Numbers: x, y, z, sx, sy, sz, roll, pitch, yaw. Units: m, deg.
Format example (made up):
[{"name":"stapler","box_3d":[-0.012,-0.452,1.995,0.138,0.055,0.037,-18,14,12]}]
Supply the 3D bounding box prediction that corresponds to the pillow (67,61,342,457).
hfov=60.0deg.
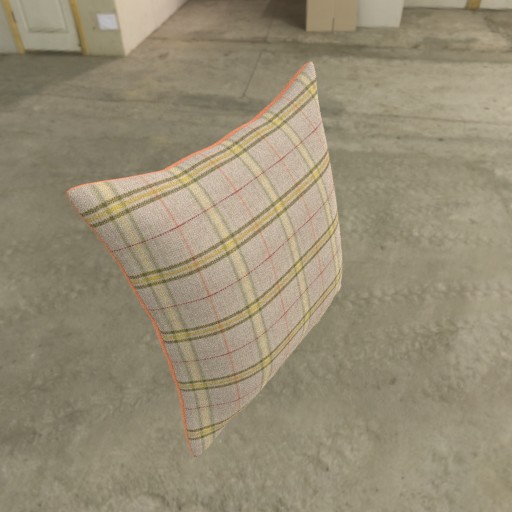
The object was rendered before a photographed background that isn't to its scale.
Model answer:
[{"name":"pillow","box_3d":[0.000,0.000,0.672,0.200,0.430,0.453,26,48,26]}]
